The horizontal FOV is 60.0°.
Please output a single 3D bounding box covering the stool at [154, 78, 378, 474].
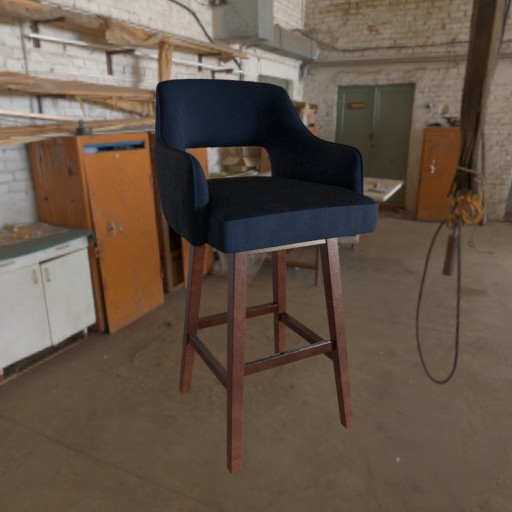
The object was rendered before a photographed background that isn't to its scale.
[{"bbox_3d":[0.000,0.000,1.354,0.550,1.041,0.560,-9,20,-26],"label":"stool"}]
